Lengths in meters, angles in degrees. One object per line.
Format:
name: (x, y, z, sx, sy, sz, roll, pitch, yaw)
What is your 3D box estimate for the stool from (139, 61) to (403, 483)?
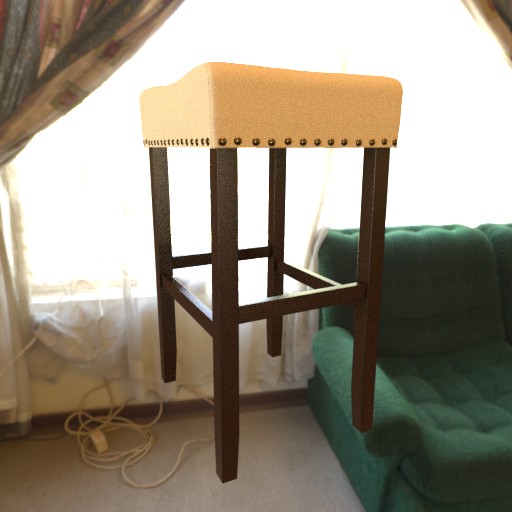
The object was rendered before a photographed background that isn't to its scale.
stool: (0.000, 0.000, 1.036, 0.401, 0.762, 0.471, -7, 16, -26)
